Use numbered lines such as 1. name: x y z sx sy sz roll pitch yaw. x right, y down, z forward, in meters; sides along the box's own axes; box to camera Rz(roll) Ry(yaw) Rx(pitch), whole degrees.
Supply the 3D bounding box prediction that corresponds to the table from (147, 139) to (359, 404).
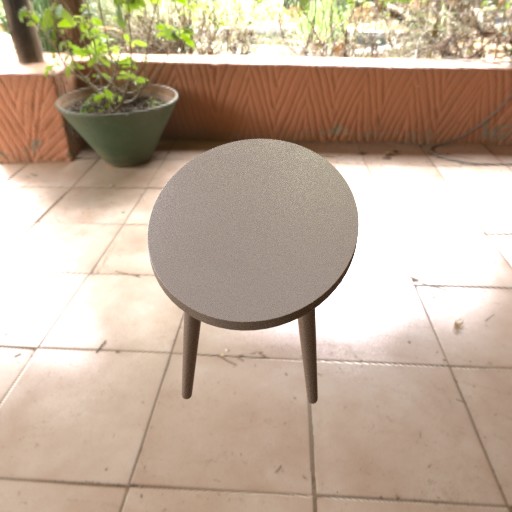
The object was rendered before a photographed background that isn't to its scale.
1. table: 0.000 0.000 1.329 0.542 0.390 1.083 1 31 2
